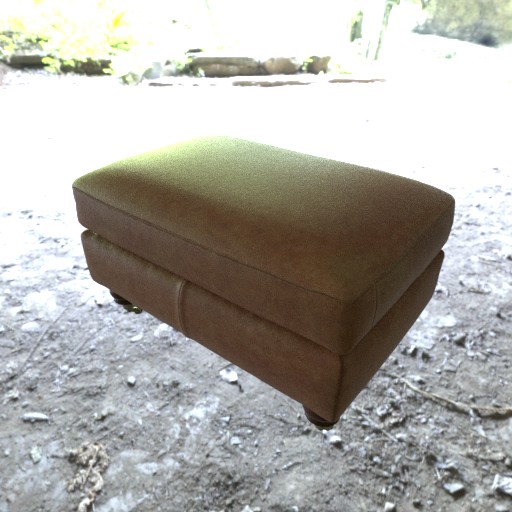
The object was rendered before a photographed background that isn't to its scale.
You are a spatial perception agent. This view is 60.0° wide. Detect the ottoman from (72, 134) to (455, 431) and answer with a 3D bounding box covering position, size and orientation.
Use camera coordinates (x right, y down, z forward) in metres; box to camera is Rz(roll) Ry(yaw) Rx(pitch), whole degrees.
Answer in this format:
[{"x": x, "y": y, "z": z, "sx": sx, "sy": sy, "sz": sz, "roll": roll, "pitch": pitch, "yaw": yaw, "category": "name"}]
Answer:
[{"x": 0.000, "y": 0.000, "z": 1.195, "sx": 0.852, "sy": 0.507, "sz": 0.565, "roll": 22, "pitch": 37, "yaw": 32, "category": "ottoman"}]
